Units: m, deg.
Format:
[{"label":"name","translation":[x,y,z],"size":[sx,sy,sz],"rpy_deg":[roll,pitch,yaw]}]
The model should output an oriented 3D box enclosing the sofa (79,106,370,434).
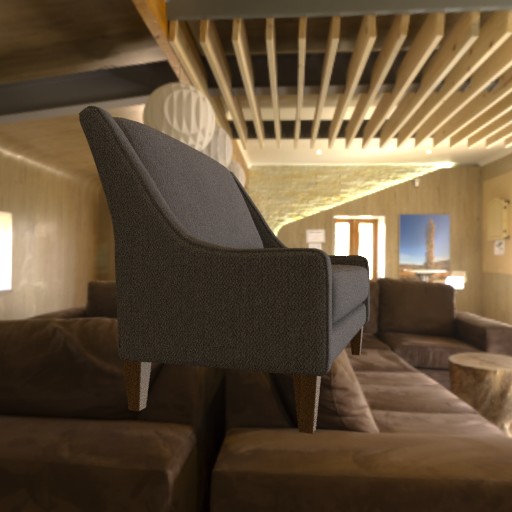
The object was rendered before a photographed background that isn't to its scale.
[{"label":"sofa","translation":[0.000,0.000,1.928],"size":[0.873,1.022,1.242],"rpy_deg":[0,-1,20]}]
